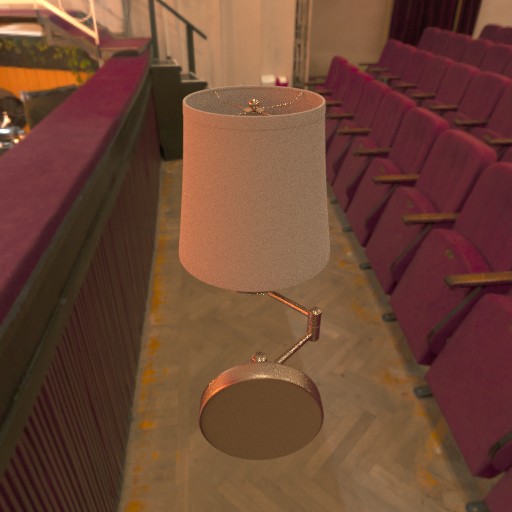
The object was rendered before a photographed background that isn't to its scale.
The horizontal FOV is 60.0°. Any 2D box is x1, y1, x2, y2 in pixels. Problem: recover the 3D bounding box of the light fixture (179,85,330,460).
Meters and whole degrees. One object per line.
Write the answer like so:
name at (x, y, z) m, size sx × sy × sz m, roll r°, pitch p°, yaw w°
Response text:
light fixture at (0.000, 0.000, 0.596) m, size 0.223 × 0.381 × 0.348 m, roll -1°, pitch 31°, yaw -2°
